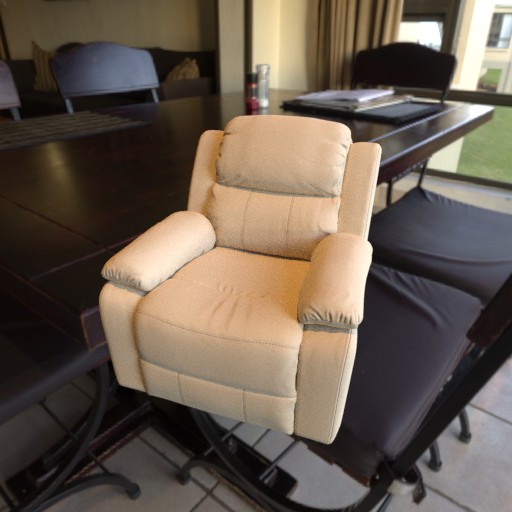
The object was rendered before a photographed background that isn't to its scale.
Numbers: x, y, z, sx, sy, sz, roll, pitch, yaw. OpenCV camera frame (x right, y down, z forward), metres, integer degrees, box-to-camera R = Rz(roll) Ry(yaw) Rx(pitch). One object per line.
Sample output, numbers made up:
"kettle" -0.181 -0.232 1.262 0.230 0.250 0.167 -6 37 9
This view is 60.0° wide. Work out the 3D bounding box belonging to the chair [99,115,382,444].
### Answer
"chair" 0.000 0.000 1.307 0.680 0.702 0.709 9 29 17
